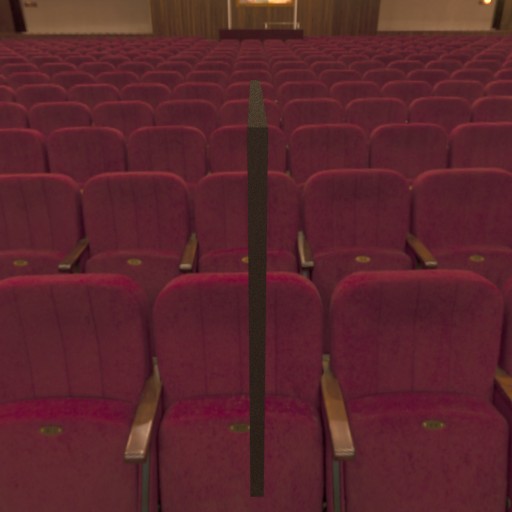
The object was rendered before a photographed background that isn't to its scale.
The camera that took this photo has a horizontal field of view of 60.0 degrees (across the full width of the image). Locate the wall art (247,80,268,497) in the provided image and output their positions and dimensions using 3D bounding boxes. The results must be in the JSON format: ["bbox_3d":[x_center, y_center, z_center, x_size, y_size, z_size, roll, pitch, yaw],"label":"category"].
[{"bbox_3d":[0.000,0.000,1.483,0.038,1.016,1.016,0,26,0],"label":"wall art"}]
